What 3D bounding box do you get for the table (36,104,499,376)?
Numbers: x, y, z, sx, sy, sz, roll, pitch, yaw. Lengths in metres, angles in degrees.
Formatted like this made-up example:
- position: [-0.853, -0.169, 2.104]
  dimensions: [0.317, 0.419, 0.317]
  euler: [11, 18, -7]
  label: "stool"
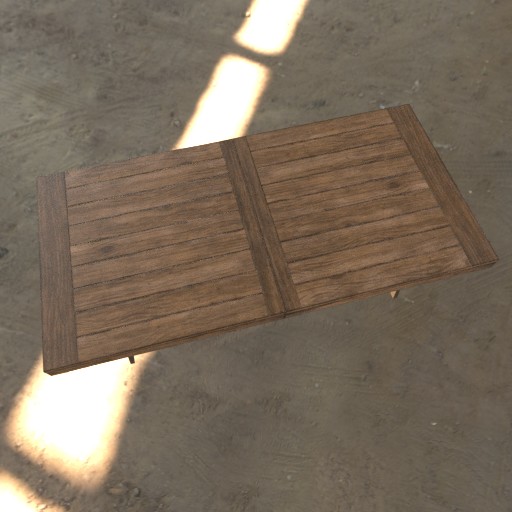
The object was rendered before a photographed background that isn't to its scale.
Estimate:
- position: [0.000, 0.000, 2.293]
  dimensions: [1.867, 0.757, 0.931]
  euler: [-13, 63, -7]
  label: "table"
